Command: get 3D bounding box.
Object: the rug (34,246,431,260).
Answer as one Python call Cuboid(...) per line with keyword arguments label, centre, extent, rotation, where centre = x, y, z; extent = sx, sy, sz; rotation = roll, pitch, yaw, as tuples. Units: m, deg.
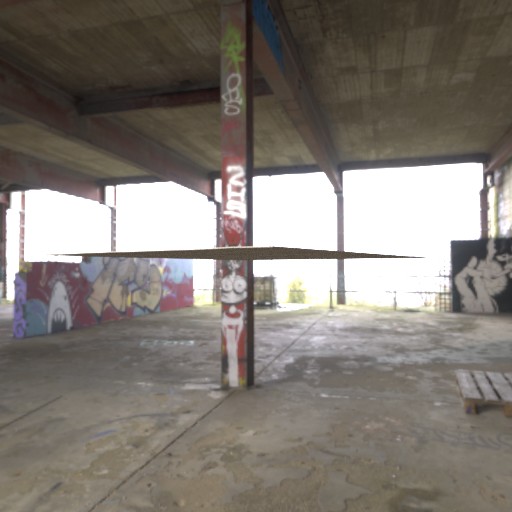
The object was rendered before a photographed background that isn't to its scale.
Cuboid(label="rug", centre=(0.000, 0.000, 4.264), extent=(2.448, 0.021, 3.051), rotation=(-1, -2, 36))
